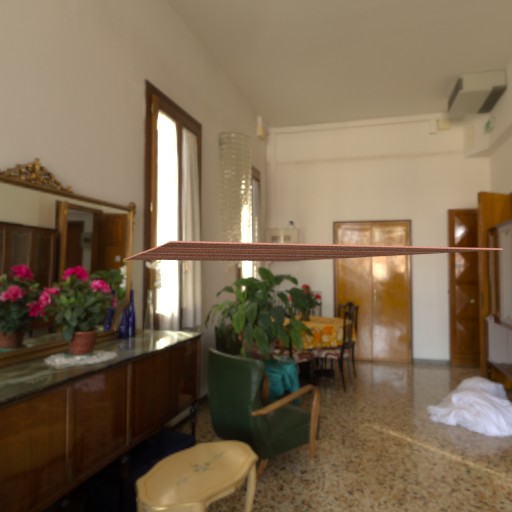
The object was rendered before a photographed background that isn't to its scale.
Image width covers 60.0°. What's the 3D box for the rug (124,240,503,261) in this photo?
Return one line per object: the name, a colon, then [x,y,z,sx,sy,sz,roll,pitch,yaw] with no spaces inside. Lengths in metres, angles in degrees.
rug: [0.000,0.000,2.915,1.523,0.008,2.438,1,-2,-20]
